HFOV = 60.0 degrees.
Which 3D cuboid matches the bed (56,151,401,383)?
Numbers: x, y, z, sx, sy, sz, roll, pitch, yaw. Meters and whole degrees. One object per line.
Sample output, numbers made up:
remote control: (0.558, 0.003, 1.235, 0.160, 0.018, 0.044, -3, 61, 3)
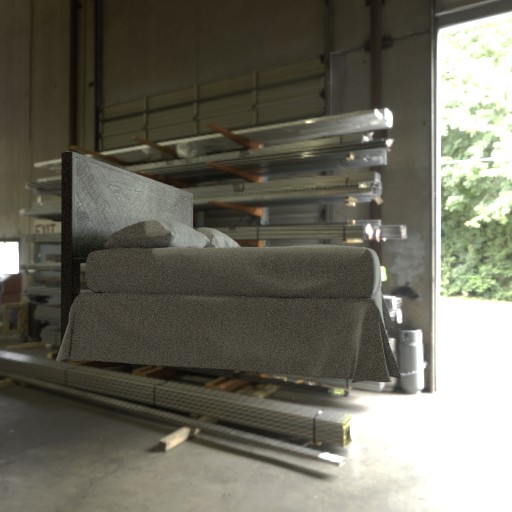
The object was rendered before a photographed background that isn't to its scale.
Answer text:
bed: (0.000, 0.000, 2.958, 1.785, 1.142, 1.772, 0, -1, 16)
